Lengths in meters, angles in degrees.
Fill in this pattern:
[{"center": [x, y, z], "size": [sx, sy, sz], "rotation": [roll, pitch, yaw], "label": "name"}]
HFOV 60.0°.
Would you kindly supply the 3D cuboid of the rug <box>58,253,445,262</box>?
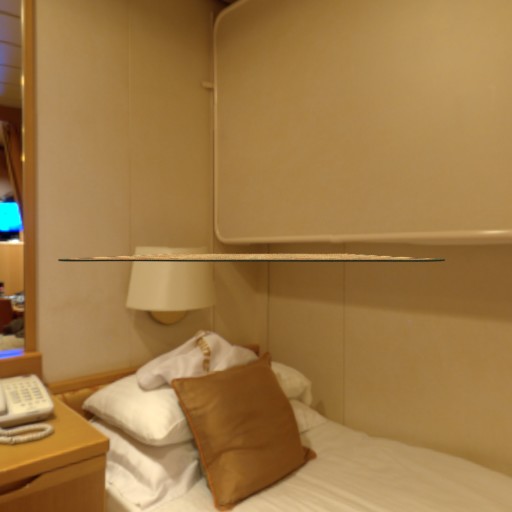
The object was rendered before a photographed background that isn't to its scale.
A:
[{"center": [0.000, 0.000, 2.952], "size": [1.520, 0.011, 2.447], "rotation": [0, 1, 1], "label": "rug"}]
